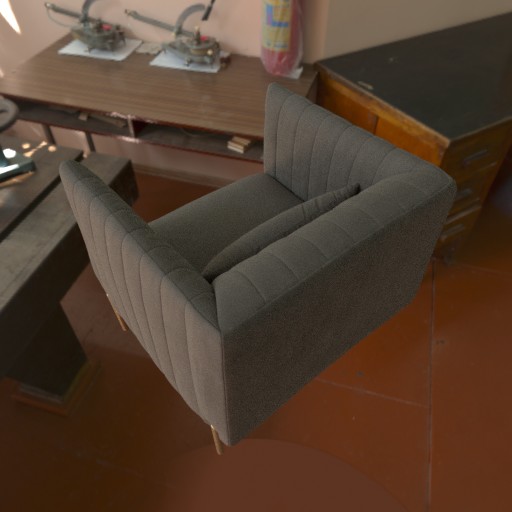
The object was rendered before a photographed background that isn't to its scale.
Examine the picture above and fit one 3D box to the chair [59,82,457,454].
[{"bbox_3d":[0.000,0.000,1.626,0.981,0.779,0.873,-31,53,-26],"label":"chair"}]
